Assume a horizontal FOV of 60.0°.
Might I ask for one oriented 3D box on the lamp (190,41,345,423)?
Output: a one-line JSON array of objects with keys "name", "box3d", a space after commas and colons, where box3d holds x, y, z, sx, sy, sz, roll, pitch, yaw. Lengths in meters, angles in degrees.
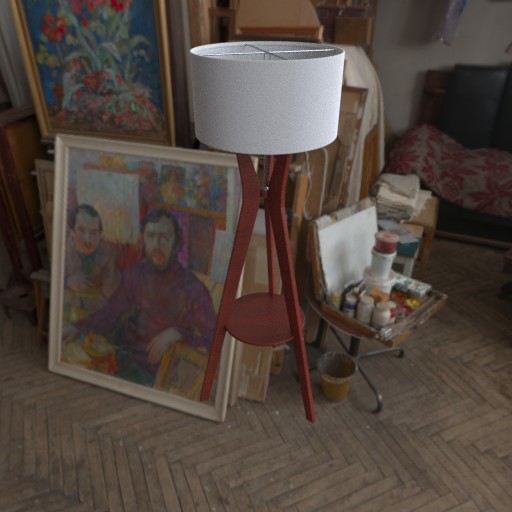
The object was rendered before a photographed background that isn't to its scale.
[{"name": "lamp", "box3d": [0.000, 0.000, 1.736, 0.542, 1.472, 0.539, -9, 33, -14]}]
